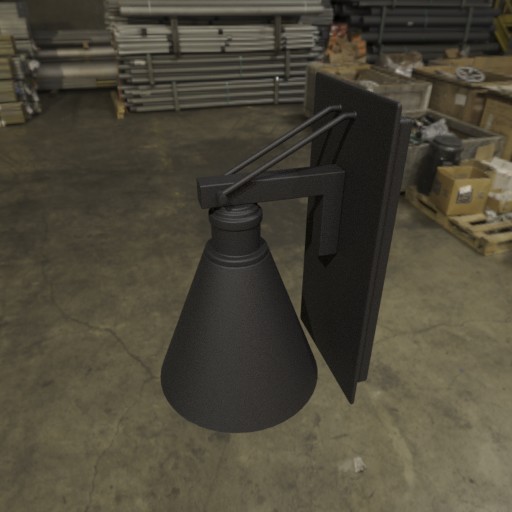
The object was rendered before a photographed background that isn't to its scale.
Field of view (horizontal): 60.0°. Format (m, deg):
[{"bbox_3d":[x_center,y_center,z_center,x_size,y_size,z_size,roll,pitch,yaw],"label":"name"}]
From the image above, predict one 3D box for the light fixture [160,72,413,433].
[{"bbox_3d":[0.000,0.000,0.419,0.207,0.298,0.170,-8,32,-14],"label":"light fixture"}]
